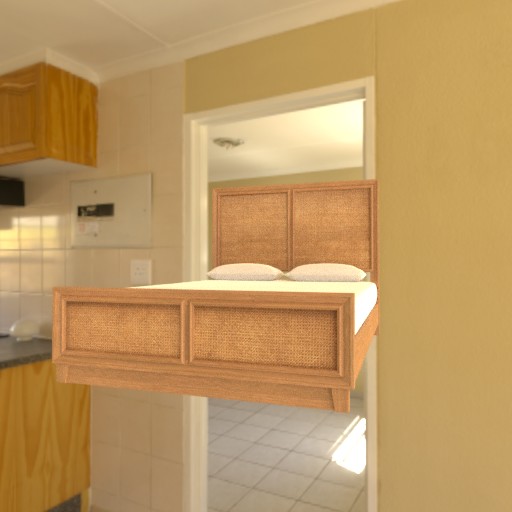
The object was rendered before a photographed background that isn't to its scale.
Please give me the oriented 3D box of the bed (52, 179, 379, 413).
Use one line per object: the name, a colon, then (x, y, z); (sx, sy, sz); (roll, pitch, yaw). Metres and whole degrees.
bed: (0.000, 0.000, 3.195); (1.606, 1.387, 2.184); (0, -1, 18)
